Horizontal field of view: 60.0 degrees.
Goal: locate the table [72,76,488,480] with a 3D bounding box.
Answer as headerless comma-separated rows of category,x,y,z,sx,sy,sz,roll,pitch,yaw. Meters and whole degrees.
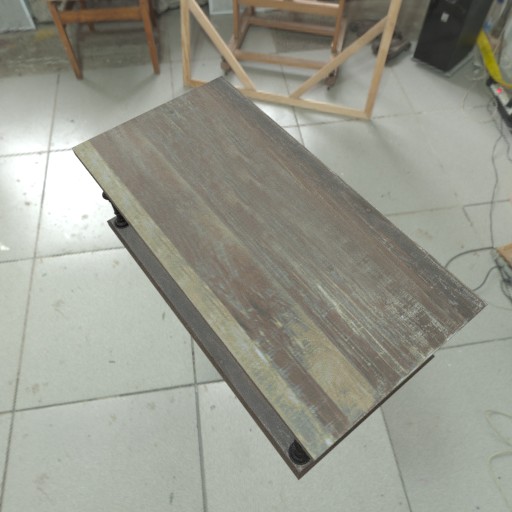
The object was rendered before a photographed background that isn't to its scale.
table,0.000,0.000,1.361,0.554,0.399,1.088,-34,64,-19
